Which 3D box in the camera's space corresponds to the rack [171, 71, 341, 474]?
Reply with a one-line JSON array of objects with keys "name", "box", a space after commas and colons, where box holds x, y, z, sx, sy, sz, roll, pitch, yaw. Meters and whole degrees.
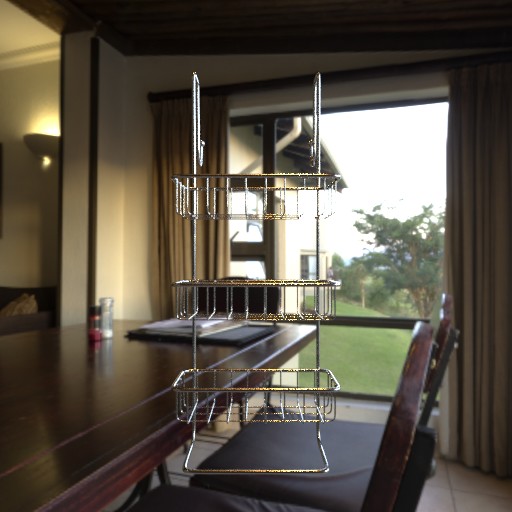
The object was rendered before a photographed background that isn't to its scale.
[{"name": "rack", "box": [0.000, 0.000, 0.676, 0.228, 0.574, 0.202, 0, -1, 0]}]
